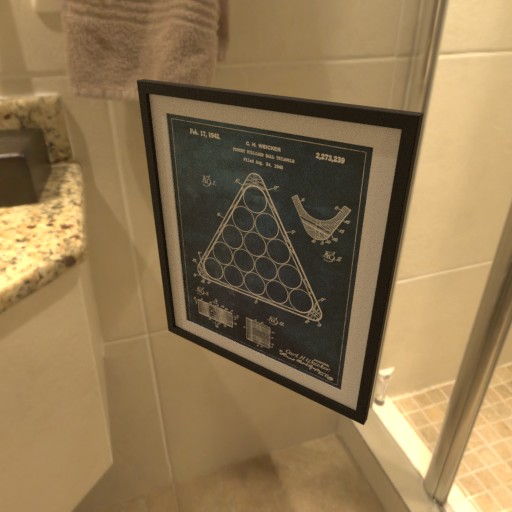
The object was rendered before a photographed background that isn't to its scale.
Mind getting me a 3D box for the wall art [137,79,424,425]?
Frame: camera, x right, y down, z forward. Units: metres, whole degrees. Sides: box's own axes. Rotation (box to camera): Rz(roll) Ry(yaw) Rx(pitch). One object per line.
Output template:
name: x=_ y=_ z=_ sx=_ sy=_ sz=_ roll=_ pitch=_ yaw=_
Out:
wall art: x=0.000 y=0.000 z=1.238 sx=0.755 sy=0.863 sz=0.028 roll=18 pitch=35 yaw=29
